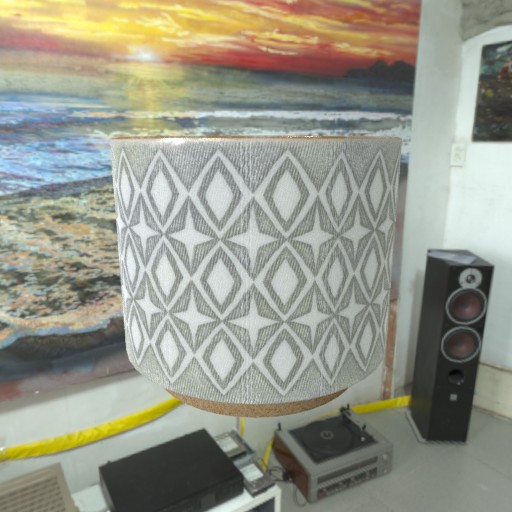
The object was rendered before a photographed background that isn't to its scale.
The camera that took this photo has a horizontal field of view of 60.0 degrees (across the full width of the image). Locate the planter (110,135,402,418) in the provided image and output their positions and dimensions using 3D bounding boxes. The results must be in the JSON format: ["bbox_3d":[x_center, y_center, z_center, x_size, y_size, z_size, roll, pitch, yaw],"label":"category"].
[{"bbox_3d":[0.000,0.000,0.432,0.255,0.223,0.255,0,14,0],"label":"planter"}]
